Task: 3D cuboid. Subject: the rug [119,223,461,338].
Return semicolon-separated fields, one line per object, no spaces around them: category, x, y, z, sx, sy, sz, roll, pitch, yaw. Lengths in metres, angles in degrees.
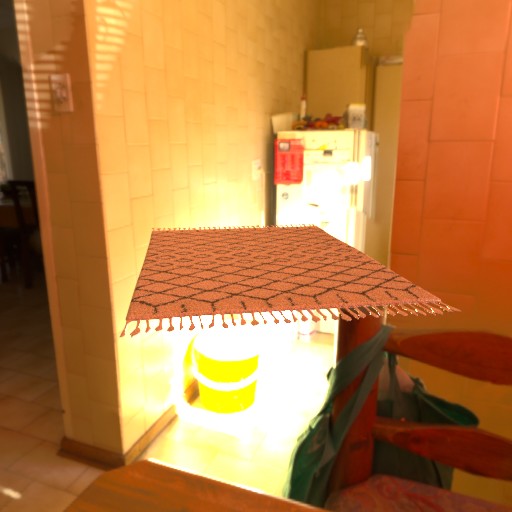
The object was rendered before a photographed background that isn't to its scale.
rug;0.000;0.000;3.303;1.664;0.029;2.615;-2;14;-9
